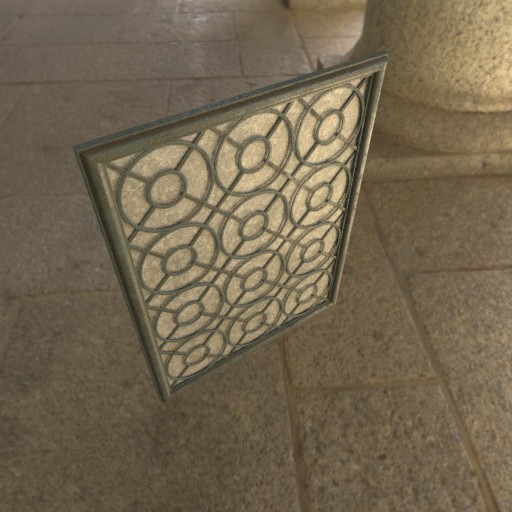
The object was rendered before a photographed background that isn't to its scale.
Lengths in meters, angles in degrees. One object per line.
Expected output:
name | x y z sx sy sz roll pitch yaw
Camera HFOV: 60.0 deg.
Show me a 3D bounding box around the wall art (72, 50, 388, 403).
wall art | 0.000 0.000 1.282 0.767 0.983 0.030 -26 51 -22
